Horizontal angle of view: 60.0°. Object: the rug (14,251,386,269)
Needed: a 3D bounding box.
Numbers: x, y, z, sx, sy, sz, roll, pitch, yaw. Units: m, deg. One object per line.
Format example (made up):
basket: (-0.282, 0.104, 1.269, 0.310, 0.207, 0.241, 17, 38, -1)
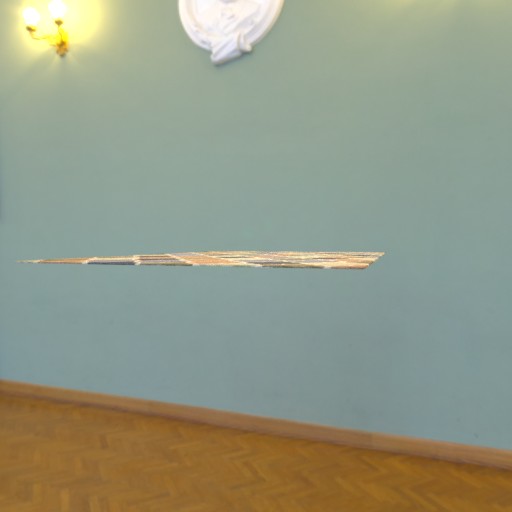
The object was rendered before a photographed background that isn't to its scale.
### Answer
rug: (0.000, 0.000, 2.260, 1.216, 0.006, 1.828, 1, 2, 18)
